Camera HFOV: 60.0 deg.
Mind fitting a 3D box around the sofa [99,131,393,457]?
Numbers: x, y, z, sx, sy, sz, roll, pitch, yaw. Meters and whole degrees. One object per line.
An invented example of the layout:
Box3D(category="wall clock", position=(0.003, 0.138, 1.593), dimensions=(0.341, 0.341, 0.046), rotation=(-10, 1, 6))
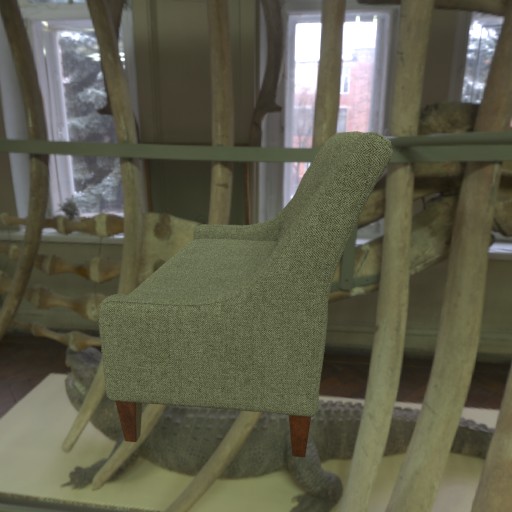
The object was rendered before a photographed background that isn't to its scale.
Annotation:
Box3D(category="sofa", position=(0.000, 0.000, 1.889), dimensions=(0.870, 1.021, 1.242), rotation=(2, 16, 7))
